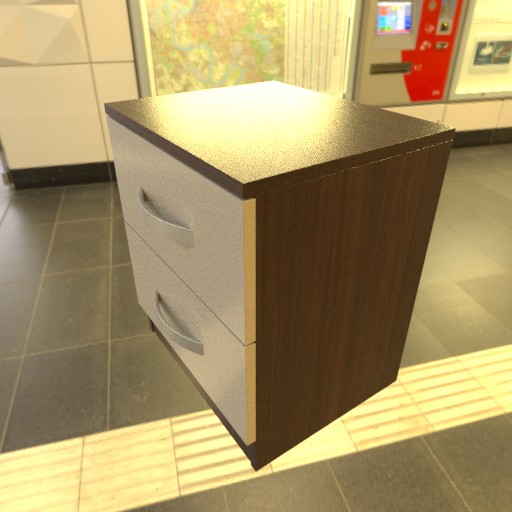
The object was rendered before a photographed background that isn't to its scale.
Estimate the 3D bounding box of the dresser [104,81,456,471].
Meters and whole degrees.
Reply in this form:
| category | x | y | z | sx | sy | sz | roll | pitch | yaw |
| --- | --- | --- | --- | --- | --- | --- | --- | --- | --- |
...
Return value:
| category | x | y | z | sx | sy | sz | roll | pitch | yaw |
| --- | --- | --- | --- | --- | --- | --- | --- | --- | --- |
| dresser | 0.000 | 0.000 | 0.756 | 0.360 | 0.470 | 0.400 | -20 | 37 | -29 |
